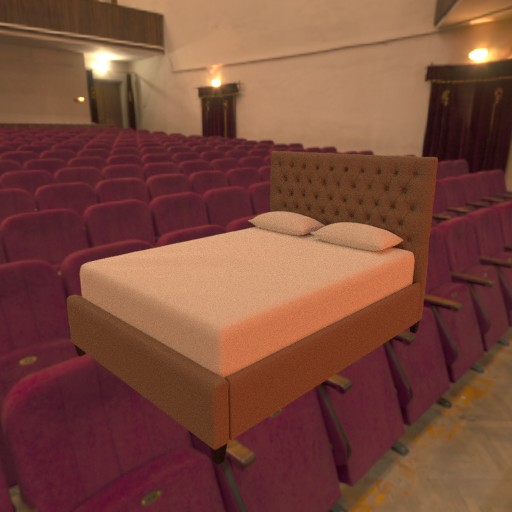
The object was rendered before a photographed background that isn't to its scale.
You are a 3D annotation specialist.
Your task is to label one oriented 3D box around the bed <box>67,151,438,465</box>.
[{"bbox_3d":[0.000,0.000,3.319,1.696,1.426,2.233,15,22,43],"label":"bed"}]
